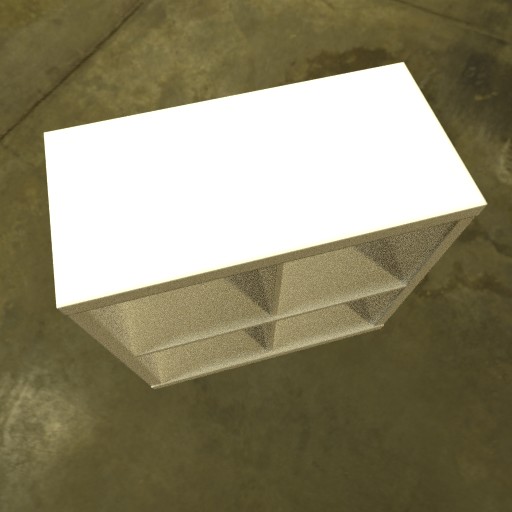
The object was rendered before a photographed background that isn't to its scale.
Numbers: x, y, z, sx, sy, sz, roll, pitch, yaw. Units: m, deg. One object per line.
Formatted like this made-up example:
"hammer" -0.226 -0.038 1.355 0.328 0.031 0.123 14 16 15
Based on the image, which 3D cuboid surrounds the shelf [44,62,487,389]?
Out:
"shelf" 0.000 0.000 1.217 0.790 0.786 0.390 -14 65 -7
